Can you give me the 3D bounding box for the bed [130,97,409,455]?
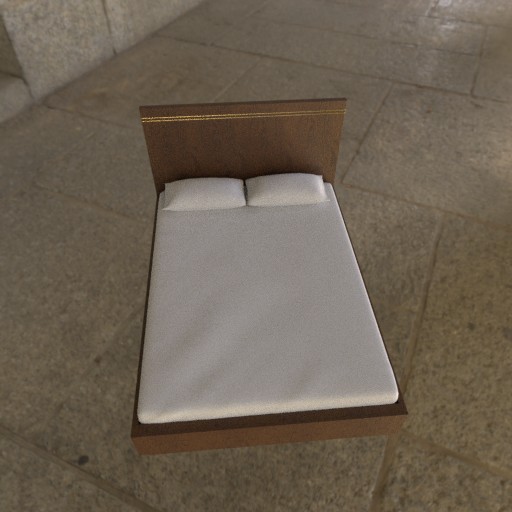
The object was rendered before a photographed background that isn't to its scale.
[{"bbox_3d":[0.000,0.000,3.127,1.613,1.169,2.221,-4,47,-3],"label":"bed"}]
